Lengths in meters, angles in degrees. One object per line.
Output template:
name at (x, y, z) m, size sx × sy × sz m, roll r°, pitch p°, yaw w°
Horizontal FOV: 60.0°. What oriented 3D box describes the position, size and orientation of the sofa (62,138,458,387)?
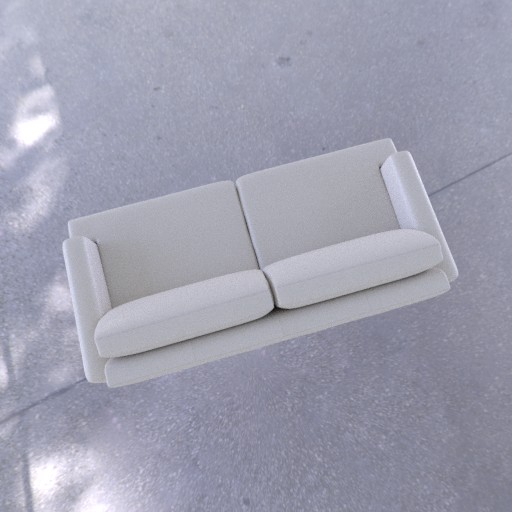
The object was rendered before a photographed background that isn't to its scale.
sofa at (0.000, 0.000, 2.410) m, size 1.940 × 0.765 × 0.974 m, roll -15°, pitch 76°, yaw -4°
